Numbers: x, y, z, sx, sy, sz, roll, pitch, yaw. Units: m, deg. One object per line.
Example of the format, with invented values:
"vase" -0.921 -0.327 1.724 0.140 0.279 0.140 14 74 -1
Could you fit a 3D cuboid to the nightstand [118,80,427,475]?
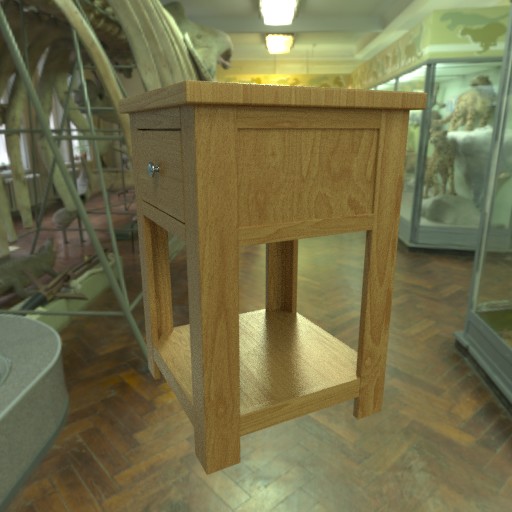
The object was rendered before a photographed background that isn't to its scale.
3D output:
"nightstand" 0.000 0.000 0.905 0.418 0.614 0.428 -8 18 -26
